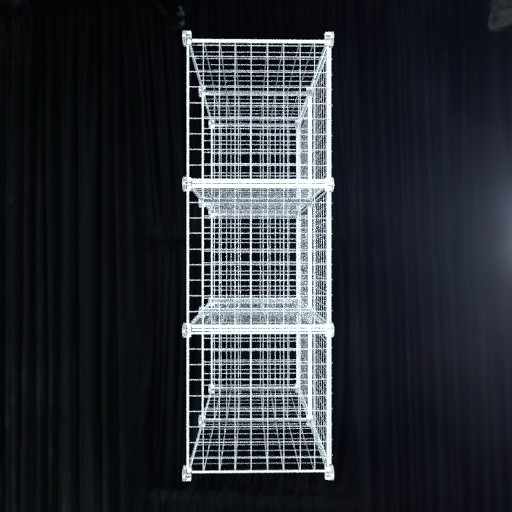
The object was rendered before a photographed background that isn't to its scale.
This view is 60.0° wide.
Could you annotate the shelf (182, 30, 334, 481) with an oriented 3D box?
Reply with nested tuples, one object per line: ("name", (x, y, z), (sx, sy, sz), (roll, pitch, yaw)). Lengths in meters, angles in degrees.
("shelf", (0.000, 0.000, 1.394), (0.356, 1.067, 0.711), (0, 0, -1))
